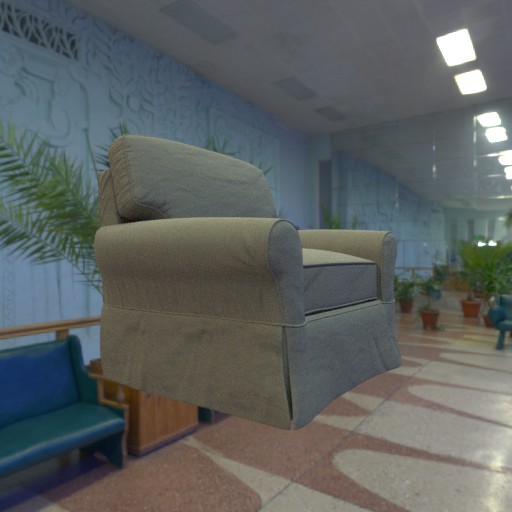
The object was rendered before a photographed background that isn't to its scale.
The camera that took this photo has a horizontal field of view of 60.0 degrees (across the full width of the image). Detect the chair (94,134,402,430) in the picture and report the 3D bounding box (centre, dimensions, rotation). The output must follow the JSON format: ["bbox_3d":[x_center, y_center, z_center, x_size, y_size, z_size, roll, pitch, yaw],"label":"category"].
[{"bbox_3d":[0.000,0.000,1.952,0.988,1.017,1.135,0,0,36],"label":"chair"}]
